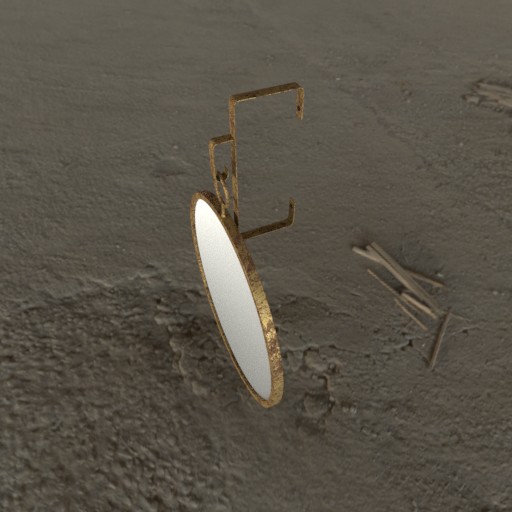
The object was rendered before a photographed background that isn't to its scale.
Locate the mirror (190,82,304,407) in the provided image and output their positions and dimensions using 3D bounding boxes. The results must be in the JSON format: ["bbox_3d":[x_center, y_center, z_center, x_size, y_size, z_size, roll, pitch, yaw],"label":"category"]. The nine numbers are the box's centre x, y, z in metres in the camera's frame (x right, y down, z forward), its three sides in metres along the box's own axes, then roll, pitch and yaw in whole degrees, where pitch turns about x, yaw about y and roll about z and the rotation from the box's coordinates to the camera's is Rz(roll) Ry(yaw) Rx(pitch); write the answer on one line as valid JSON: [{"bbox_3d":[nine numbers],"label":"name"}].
[{"bbox_3d":[0.000,0.000,0.848,0.144,0.651,0.447,-18,49,-16],"label":"mirror"}]
